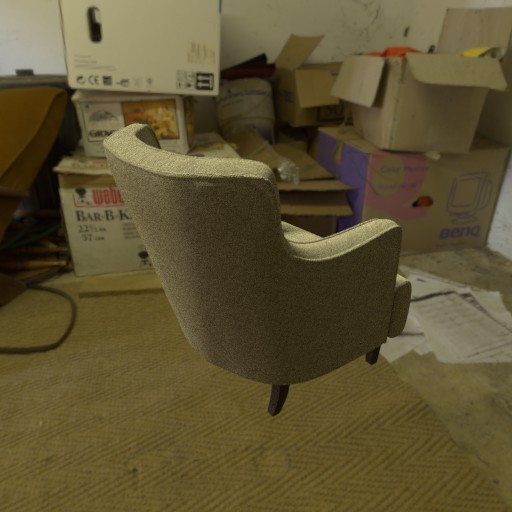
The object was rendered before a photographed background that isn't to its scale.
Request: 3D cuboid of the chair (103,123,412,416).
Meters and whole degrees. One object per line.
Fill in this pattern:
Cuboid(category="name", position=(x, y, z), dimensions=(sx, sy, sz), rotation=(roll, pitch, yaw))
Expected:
Cuboid(category="chair", position=(0.000, 0.000, 1.675), dimensions=(0.910, 0.920, 0.820), rotation=(-18, 31, -32))
